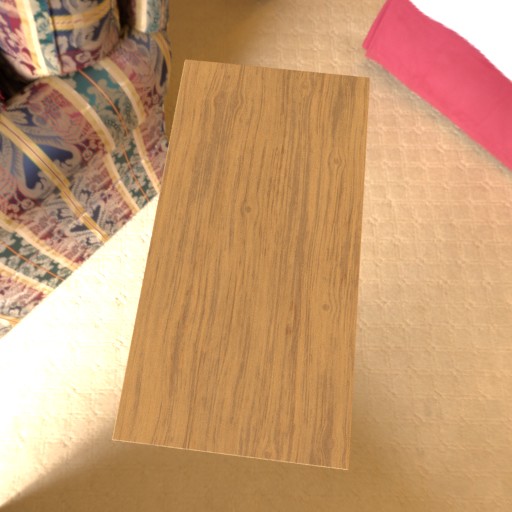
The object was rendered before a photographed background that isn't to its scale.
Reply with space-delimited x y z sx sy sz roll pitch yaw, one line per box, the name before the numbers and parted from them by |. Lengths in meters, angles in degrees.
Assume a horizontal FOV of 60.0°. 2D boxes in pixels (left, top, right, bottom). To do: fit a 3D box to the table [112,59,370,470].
table | 0.000 0.000 1.672 0.693 0.445 1.331 6 74 2
